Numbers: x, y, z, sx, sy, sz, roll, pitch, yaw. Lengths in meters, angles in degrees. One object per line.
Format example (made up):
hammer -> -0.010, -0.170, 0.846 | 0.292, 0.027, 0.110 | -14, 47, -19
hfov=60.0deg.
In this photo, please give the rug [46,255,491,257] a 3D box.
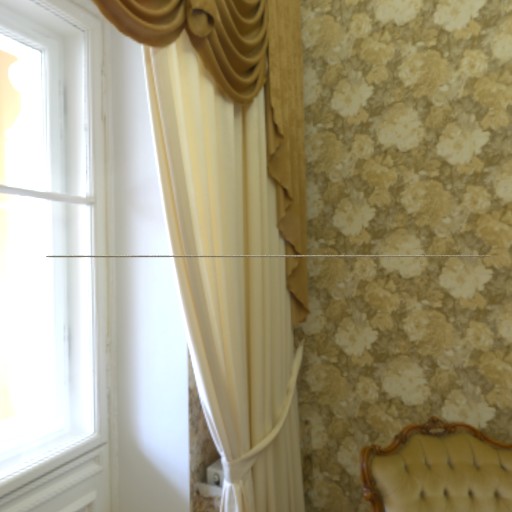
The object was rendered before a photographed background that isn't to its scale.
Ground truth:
rug -> 0.000, 0.000, 2.300 | 1.850, 0.006, 1.234 | 0, 0, -19
